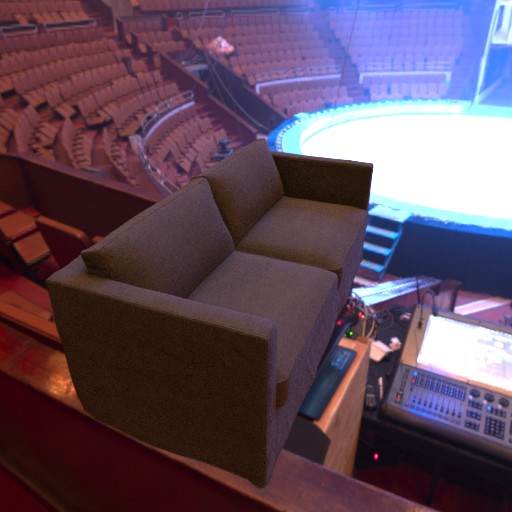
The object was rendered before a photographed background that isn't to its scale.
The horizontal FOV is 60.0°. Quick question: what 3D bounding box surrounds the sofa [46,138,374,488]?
[{"bbox_3d":[0.000,0.000,2.441,0.953,0.855,1.982,12,31,20],"label":"sofa"}]
